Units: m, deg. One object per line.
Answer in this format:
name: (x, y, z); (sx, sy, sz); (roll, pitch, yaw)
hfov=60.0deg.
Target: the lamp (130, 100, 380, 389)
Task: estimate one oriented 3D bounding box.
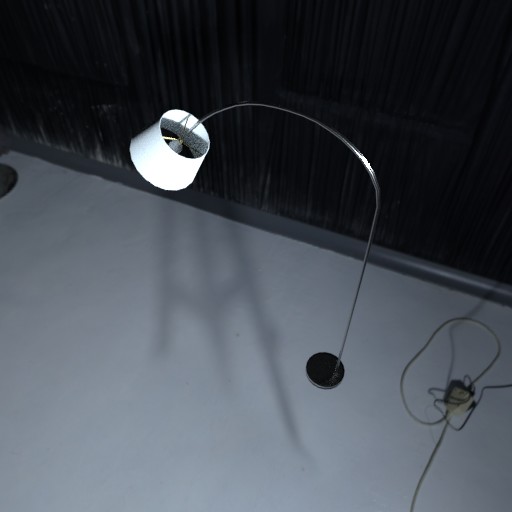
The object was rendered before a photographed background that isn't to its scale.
lamp: (0.000, 0.000, 2.782); (1.445, 2.098, 0.406); (18, 50, 16)
